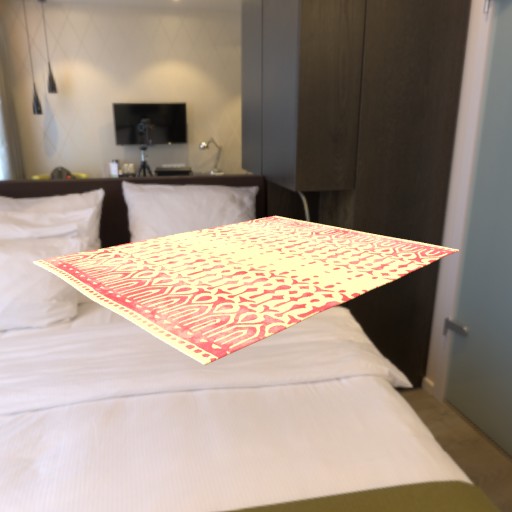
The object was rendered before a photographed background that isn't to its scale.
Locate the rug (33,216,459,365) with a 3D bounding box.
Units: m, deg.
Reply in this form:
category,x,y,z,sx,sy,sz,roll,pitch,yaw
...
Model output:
category,x,y,z,sx,sy,sz,roll,pitch,yaw
rug,0.000,0.000,4.045,3.095,0.016,2.441,-15,22,-42
